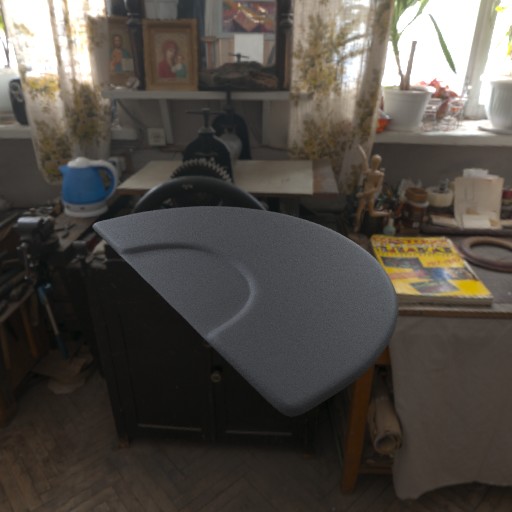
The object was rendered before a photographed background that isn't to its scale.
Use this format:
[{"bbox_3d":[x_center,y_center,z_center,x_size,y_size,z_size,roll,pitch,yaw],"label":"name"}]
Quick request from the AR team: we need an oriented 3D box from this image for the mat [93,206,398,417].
[{"bbox_3d":[0.000,0.000,1.873,0.917,0.022,1.525,-18,32,-32],"label":"mat"}]
